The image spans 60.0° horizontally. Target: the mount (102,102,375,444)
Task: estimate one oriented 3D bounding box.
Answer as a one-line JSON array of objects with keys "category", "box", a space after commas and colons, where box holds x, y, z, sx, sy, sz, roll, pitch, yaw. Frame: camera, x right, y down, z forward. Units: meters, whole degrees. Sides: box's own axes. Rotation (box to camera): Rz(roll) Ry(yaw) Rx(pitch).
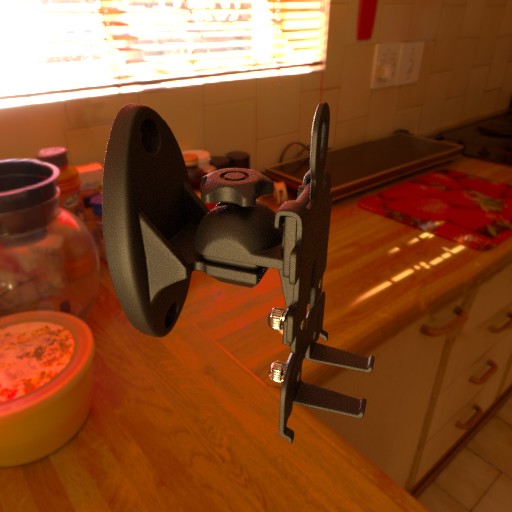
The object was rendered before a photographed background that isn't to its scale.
[{"category": "mount", "box": [0.000, 0.000, 0.173, 0.100, 0.118, 0.066, 10, 31, 17]}]
